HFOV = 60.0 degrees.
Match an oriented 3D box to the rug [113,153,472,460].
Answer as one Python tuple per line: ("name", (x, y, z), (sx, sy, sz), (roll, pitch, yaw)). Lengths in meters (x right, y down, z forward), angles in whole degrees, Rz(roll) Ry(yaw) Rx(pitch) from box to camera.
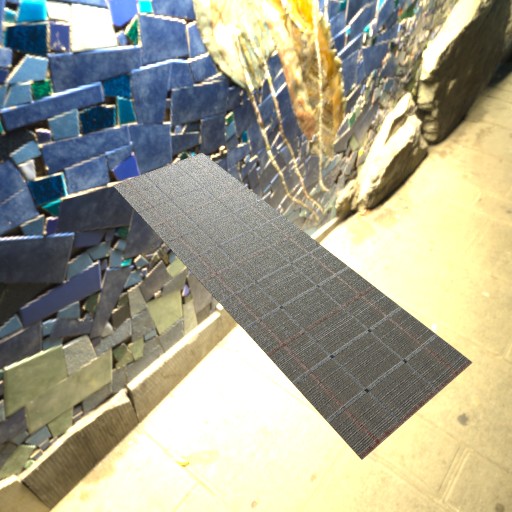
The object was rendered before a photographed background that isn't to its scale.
("rug", (0.000, 0.000, 2.667), (0.762, 0.008, 2.439), (-27, 50, -26))
